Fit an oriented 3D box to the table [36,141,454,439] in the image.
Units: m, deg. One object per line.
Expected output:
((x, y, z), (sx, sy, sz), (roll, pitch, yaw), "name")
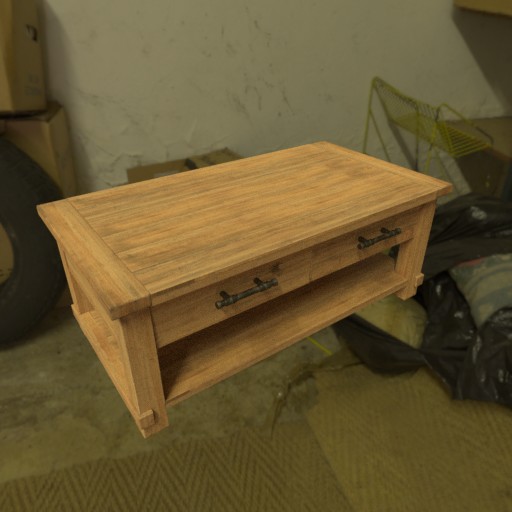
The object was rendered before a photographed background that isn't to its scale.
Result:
((0.000, 0.000, 1.642), (1.270, 0.494, 0.693), (-20, 36, -30), "table")
